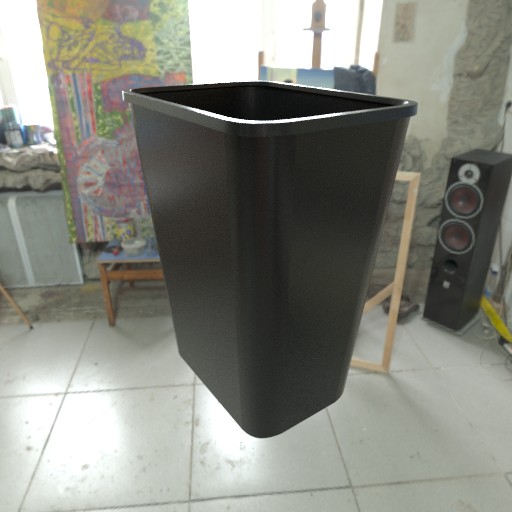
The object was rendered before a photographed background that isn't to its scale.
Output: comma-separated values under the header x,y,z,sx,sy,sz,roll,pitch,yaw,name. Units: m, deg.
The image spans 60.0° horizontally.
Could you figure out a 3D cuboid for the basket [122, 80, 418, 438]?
x,y,z,sx,sy,sz,roll,pitch,yaw,name
0.000,0.000,0.758,0.287,0.521,0.394,-17,32,-31,basket
